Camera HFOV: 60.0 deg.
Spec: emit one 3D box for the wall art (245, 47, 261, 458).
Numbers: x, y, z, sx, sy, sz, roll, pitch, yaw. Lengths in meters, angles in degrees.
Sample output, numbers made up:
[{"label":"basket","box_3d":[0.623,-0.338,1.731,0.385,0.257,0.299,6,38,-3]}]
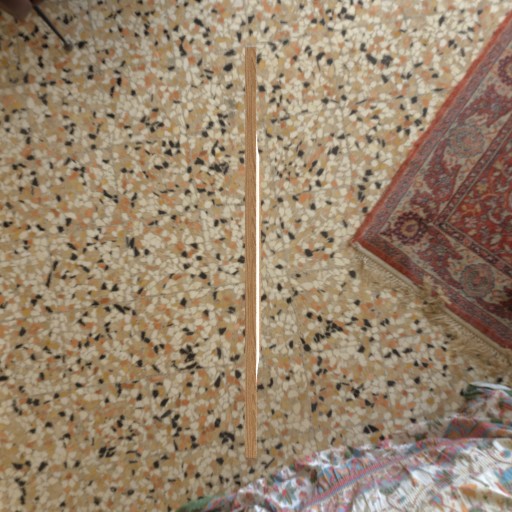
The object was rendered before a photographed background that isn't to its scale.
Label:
[{"label":"wall art","box_3d":[0.000,0.000,1.305,0.020,1.016,0.739,0,89,1]}]
